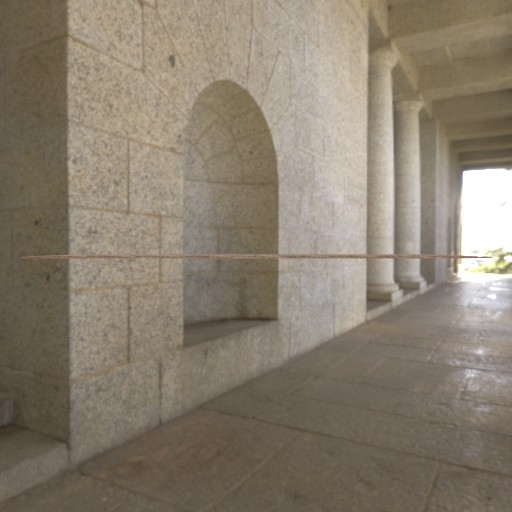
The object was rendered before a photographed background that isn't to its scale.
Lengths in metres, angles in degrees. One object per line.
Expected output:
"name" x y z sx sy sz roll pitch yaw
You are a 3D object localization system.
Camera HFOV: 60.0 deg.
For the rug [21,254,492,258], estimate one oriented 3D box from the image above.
"rug" 0.000 0.000 2.627 2.437 0.013 0.685 0 1 0
